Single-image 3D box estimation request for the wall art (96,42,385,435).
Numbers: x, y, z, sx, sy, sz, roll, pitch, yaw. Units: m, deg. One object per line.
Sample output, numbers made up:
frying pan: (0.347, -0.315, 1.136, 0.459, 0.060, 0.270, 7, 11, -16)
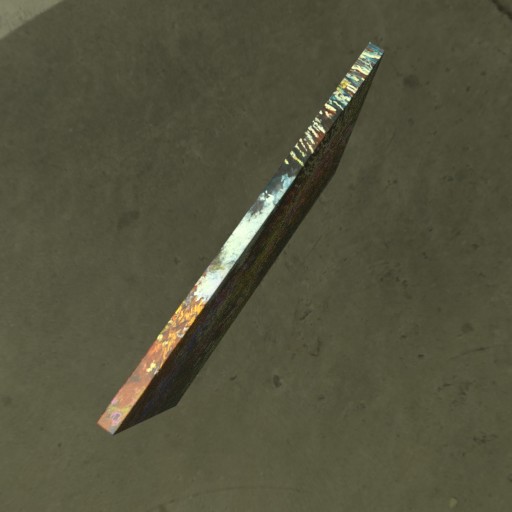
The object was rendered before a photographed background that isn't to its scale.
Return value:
wall art: (0.000, 0.000, 1.128, 0.037, 0.604, 0.908, 33, 78, 8)
